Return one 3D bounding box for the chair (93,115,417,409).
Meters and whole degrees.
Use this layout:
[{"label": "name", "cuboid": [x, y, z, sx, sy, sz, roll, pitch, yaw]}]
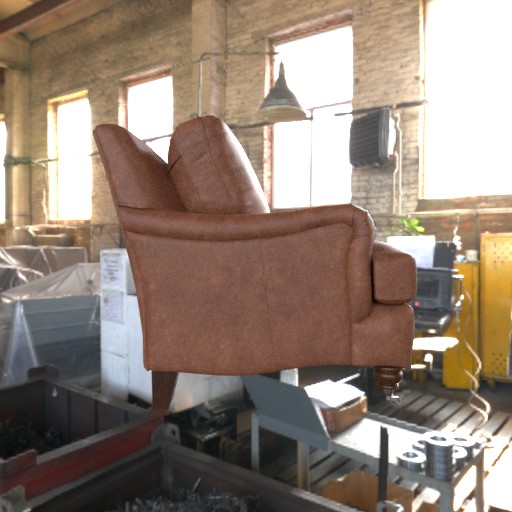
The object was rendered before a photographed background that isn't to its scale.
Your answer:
[{"label": "chair", "cuboid": [0.000, 0.000, 1.983, 1.158, 1.055, 0.986, 0, 1, -1]}]
